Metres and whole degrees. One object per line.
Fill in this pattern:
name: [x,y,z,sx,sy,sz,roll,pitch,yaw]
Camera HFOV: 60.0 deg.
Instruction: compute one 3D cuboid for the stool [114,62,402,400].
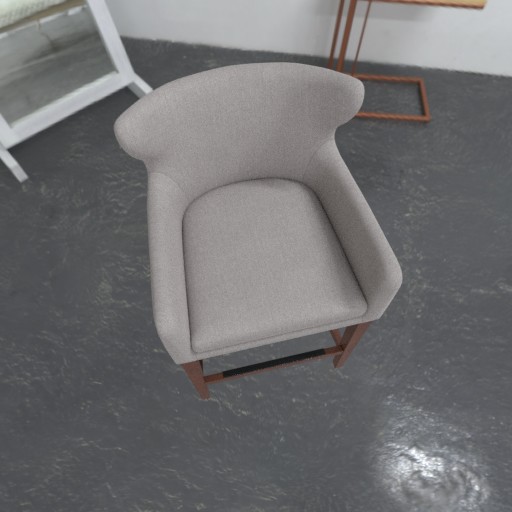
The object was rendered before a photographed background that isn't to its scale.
stool: [0.000,0.000,1.327,0.575,0.951,0.575,-12,63,-6]
